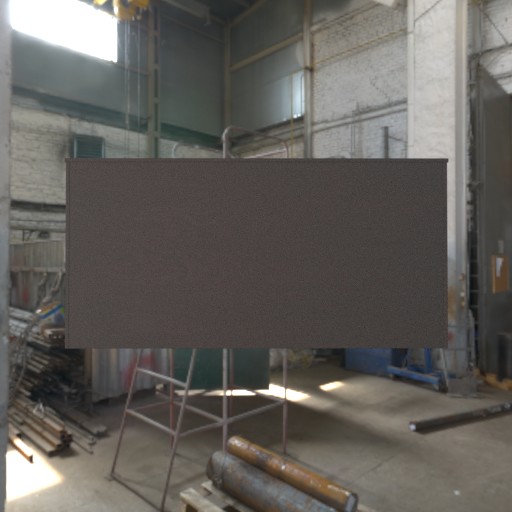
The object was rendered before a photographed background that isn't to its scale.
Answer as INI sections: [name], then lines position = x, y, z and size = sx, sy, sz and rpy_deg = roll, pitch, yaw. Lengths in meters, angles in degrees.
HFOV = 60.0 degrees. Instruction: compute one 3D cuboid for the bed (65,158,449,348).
[bed]
position = 0.000, 0.000, 2.933
size = 1.634, 0.808, 2.103
rpy_deg = 0, -1, 0
